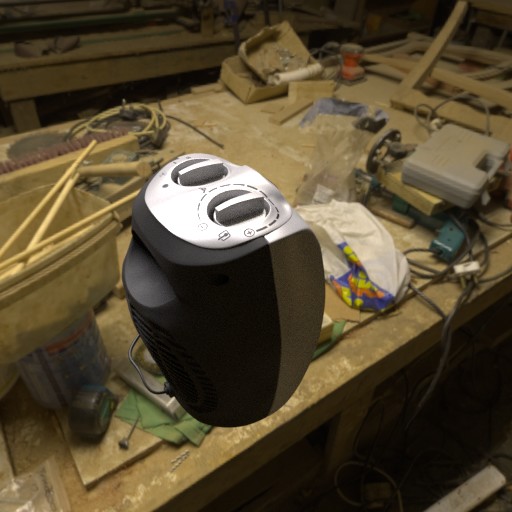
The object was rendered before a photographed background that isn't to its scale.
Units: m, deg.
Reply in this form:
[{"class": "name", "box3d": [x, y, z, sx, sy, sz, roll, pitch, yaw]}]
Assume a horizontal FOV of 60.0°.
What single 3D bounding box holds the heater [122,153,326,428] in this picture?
[{"class": "heater", "box3d": [0.000, 0.000, 0.463, 0.291, 0.240, 0.239, -23, 46, -25]}]
